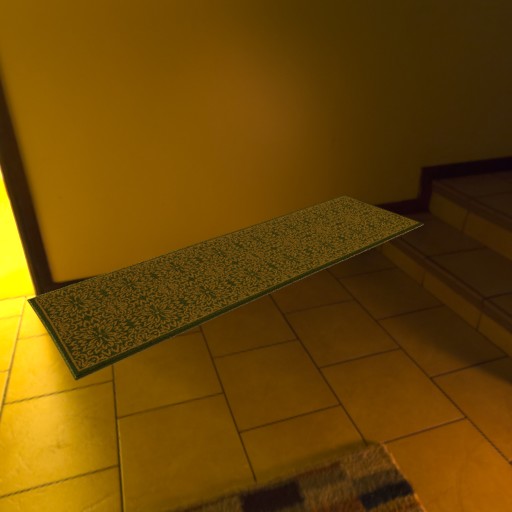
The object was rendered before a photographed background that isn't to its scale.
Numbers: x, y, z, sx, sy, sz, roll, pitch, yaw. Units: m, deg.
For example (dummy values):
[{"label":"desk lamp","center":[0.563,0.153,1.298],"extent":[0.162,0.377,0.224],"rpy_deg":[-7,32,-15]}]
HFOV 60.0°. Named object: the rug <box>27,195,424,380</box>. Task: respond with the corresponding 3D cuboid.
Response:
[{"label":"rug","center":[0.000,0.000,2.432],"extent":[2.196,0.011,0.662],"rpy_deg":[-21,35,-33]}]
